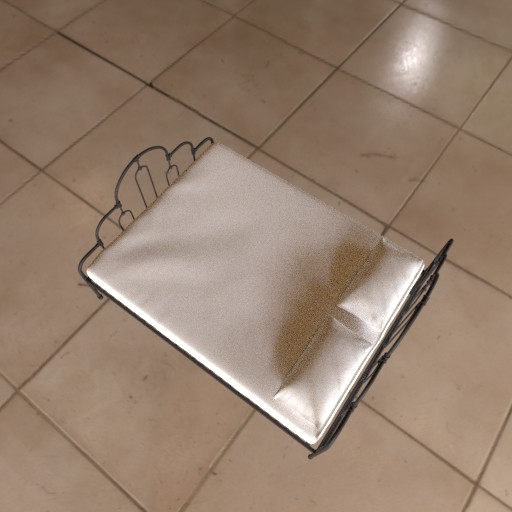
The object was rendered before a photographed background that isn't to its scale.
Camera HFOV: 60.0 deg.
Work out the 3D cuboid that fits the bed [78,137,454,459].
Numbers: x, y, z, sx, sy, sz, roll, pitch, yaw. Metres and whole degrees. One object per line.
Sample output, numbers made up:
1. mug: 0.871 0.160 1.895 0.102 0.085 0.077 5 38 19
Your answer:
1. bed: 0.000 0.000 3.173 2.163 1.429 1.640 33 67 16
